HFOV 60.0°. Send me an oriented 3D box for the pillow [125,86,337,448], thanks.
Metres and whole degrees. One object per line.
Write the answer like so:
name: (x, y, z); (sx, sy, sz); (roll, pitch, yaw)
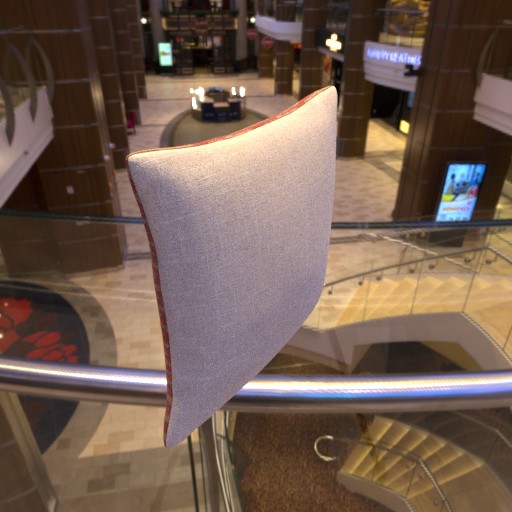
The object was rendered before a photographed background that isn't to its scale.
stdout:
pillow: (0.000, 0.000, 0.787); (0.182, 0.503, 0.511); (20, 36, 29)
